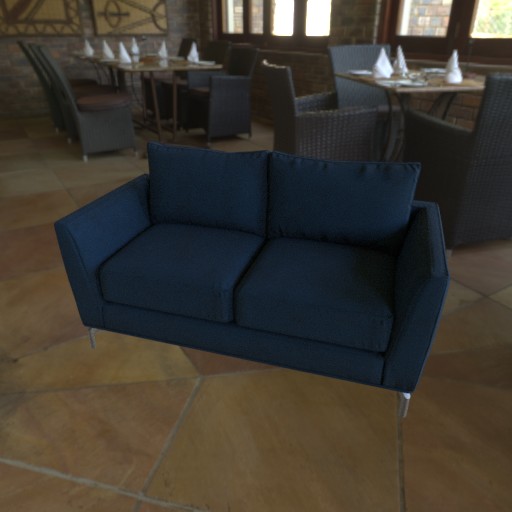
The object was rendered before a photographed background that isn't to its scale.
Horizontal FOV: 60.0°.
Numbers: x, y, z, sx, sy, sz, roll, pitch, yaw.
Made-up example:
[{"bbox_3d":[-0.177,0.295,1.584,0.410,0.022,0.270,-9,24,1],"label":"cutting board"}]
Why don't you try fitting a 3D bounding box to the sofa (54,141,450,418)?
[{"bbox_3d":[0.000,0.000,2.333,1.770,1.002,0.853,8,28,15],"label":"sofa"}]
